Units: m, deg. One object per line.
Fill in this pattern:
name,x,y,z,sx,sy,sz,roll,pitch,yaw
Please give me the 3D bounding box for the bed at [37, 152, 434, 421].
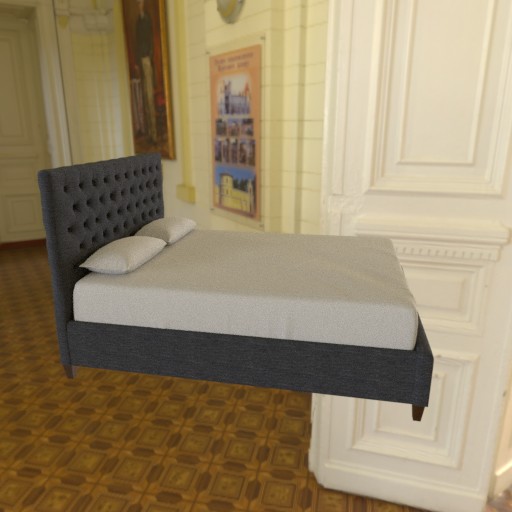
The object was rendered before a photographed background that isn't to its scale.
bed,0.000,0.000,3.401,2.387,1.427,1.698,3,17,11
